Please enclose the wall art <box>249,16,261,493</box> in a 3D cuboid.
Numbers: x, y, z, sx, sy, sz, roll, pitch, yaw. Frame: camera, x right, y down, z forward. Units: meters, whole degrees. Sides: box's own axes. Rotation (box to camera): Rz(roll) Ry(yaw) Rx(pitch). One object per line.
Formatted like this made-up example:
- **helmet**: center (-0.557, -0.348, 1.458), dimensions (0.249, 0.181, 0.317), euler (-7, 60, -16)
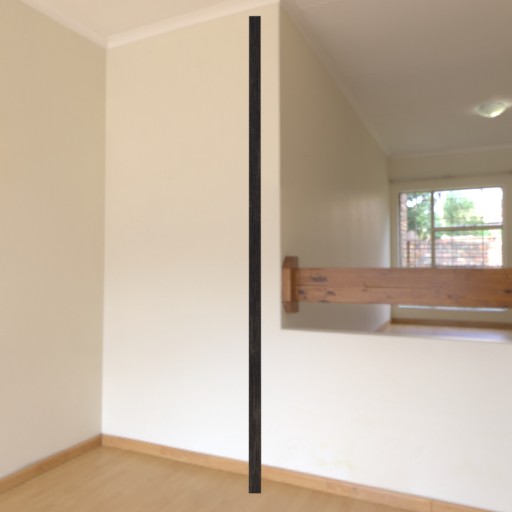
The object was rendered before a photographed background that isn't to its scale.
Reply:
- **wall art**: center (0.000, 0.000, 1.395), dimensions (0.029, 1.066, 0.812), euler (0, -1, 0)
